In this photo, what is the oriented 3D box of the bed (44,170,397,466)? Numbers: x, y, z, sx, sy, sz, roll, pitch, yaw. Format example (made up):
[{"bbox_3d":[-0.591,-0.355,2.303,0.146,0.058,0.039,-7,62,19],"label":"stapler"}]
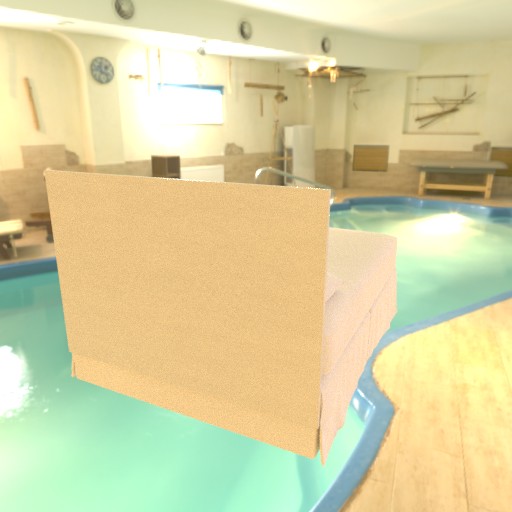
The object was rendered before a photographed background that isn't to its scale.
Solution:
[{"bbox_3d":[0.000,0.000,3.168,1.745,1.335,2.094,8,19,25],"label":"bed"}]
